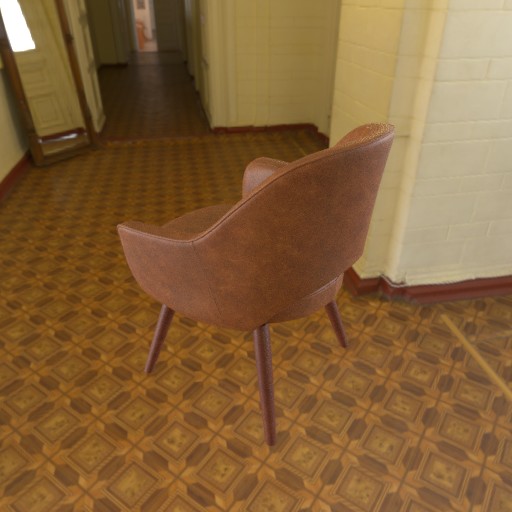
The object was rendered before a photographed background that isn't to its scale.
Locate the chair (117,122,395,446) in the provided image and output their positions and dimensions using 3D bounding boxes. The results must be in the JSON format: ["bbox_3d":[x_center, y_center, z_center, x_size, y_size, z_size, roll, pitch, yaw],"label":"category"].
[{"bbox_3d":[0.000,0.000,1.216,0.640,0.777,0.591,19,36,29],"label":"chair"}]
